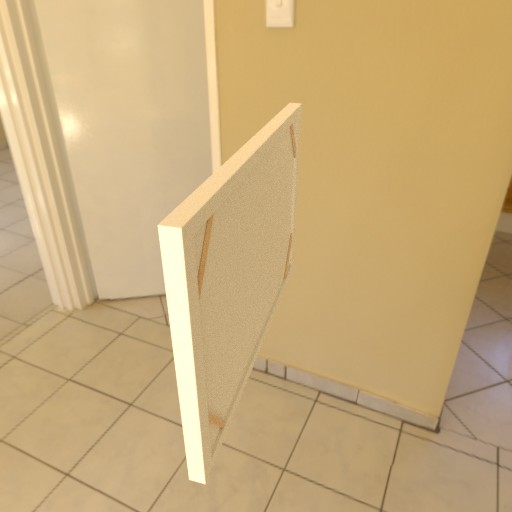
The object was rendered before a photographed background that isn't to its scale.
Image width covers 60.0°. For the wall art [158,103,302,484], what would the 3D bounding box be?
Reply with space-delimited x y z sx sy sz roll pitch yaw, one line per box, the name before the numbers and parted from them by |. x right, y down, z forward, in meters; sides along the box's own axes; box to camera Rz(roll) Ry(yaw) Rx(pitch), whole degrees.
wall art | 0.000 0.000 1.176 0.038 0.609 0.914 8 31 14
